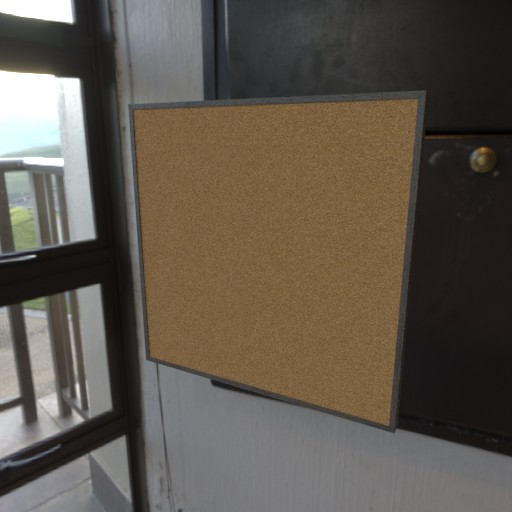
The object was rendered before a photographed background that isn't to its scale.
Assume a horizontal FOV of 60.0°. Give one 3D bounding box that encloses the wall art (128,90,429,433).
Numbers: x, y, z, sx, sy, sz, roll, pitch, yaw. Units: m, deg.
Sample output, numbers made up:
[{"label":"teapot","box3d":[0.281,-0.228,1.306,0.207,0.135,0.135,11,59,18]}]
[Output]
[{"label":"wall art","box3d":[0.000,0.000,1.132,0.758,0.758,0.039,8,17,27]}]
